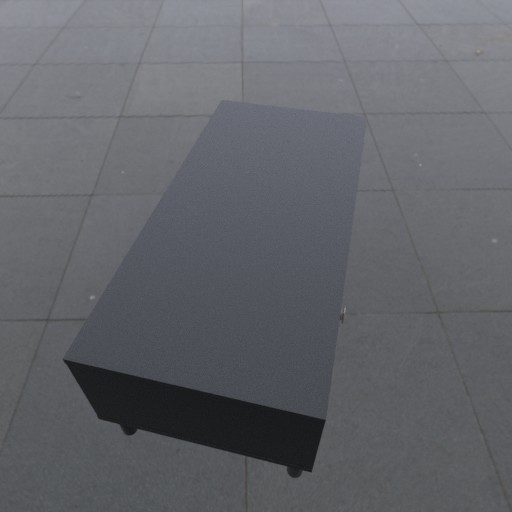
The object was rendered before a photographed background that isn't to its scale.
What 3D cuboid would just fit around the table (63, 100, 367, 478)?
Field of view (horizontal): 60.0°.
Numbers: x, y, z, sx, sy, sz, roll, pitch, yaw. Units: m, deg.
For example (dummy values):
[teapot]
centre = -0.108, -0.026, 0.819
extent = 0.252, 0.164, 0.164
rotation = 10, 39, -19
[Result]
[table]
centre = 0.000, 0.000, 1.350
extent = 0.550, 0.400, 1.100
rotation = 10, 47, 9
